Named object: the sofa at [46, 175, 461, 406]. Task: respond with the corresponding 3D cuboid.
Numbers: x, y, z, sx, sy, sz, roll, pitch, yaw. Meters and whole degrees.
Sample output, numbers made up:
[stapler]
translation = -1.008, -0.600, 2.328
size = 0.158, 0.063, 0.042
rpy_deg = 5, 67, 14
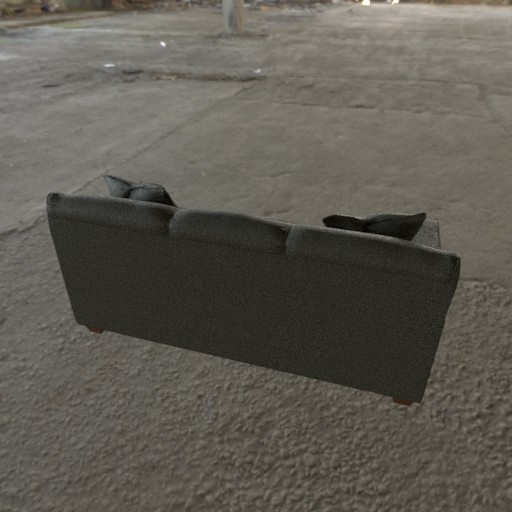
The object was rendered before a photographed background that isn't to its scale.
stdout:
[sofa]
translation = 0.000, 0.000, 2.622
size = 2.024, 0.958, 0.997
rpy_deg = 9, 33, 15
